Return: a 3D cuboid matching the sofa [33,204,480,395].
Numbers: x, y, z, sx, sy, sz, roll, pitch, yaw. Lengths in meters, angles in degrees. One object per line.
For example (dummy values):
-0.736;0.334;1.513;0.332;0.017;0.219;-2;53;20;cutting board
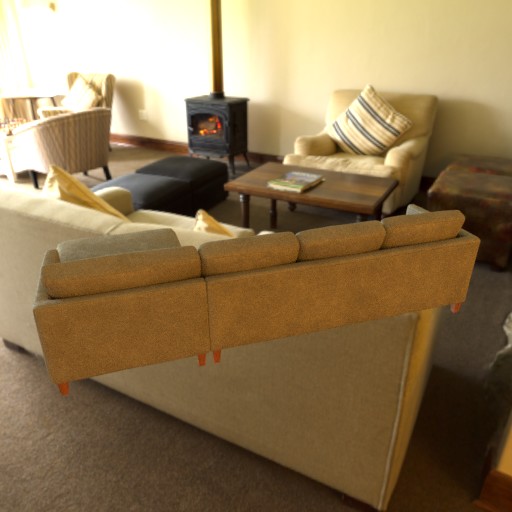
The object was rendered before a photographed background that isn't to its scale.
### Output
0.000;0.000;3.985;3.471;0.950;1.604;-8;28;-16;sofa
